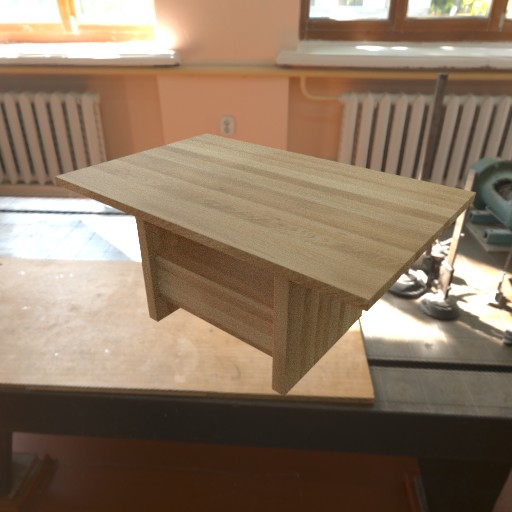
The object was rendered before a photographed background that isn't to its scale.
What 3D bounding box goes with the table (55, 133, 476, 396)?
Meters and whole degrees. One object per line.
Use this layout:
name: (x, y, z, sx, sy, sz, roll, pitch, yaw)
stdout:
table: (0.000, 0.000, 1.491, 1.100, 0.510, 0.700, 22, 36, 33)
